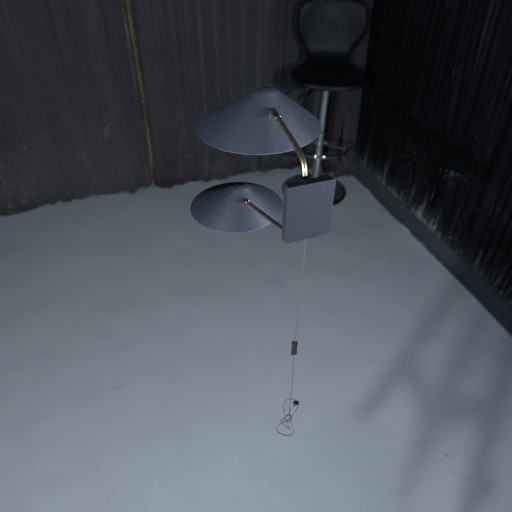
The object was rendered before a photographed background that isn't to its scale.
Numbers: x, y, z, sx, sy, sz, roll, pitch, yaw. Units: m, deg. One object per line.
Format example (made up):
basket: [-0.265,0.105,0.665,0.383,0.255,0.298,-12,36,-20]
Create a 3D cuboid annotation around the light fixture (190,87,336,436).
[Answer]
light fixture: [0.000,0.000,0.845,0.189,0.665,0.422,-13,42,-15]
